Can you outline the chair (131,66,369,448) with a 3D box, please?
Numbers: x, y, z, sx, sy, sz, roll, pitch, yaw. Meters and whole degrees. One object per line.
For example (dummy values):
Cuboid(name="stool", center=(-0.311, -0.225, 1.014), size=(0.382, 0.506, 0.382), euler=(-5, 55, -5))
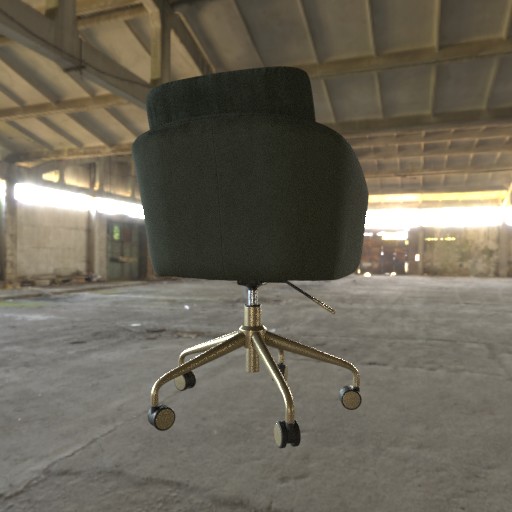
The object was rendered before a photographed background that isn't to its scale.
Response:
Cuboid(name="chair", center=(0.000, 0.000, 1.363), size=(0.641, 0.908, 0.635), euler=(0, 0, 19))
